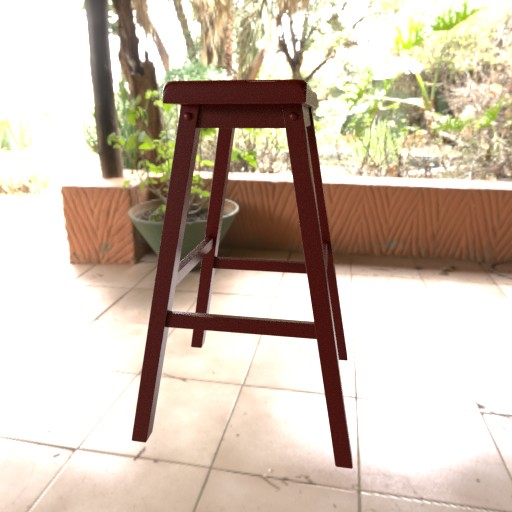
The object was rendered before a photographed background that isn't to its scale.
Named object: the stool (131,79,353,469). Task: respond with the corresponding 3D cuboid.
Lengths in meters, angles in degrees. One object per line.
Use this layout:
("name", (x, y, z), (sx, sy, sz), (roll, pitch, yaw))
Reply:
("stool", (0.000, 0.000, 1.039), (0.476, 0.737, 0.457), (3, 18, 9))
